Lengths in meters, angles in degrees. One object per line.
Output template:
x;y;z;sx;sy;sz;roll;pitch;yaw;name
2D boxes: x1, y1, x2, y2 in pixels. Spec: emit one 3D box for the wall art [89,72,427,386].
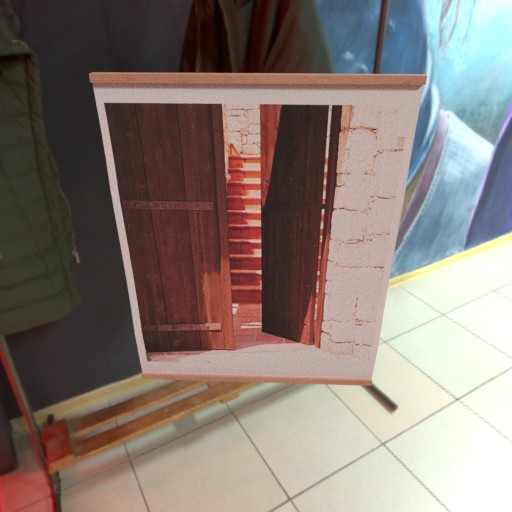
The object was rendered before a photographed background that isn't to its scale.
0.000;0.000;0.663;0.406;0.508;0.013;1;30;2;wall art
